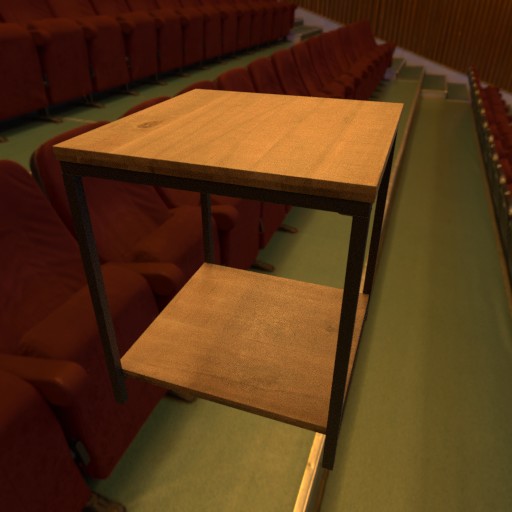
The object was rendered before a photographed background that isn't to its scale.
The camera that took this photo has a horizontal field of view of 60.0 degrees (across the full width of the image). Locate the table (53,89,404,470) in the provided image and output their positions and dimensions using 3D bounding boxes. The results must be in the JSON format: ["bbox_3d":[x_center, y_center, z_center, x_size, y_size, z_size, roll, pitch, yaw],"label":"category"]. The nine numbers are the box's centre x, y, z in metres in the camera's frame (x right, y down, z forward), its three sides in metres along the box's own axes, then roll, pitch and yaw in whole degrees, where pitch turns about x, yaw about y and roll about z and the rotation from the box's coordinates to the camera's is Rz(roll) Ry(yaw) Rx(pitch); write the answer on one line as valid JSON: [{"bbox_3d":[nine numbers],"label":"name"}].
[{"bbox_3d":[0.000,0.000,0.984,0.503,0.589,0.507,10,32,17],"label":"table"}]
